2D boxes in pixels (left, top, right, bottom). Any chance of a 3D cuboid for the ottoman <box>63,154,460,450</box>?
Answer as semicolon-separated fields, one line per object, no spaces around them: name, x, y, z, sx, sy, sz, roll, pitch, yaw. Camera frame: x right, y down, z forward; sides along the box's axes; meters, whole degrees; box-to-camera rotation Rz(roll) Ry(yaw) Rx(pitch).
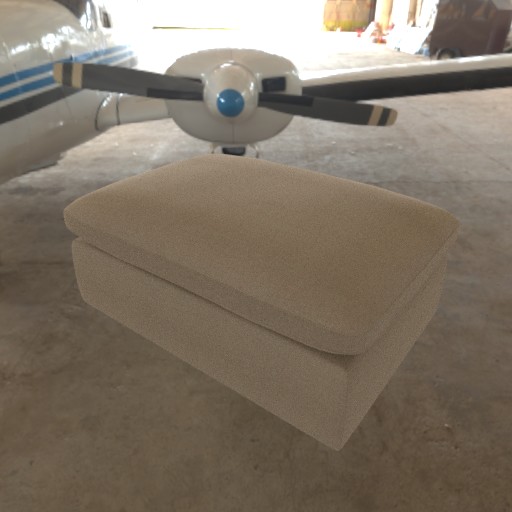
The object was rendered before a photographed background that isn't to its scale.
ottoman;0.000;0.000;1.342;0.984;0.453;0.686;20;35;32
